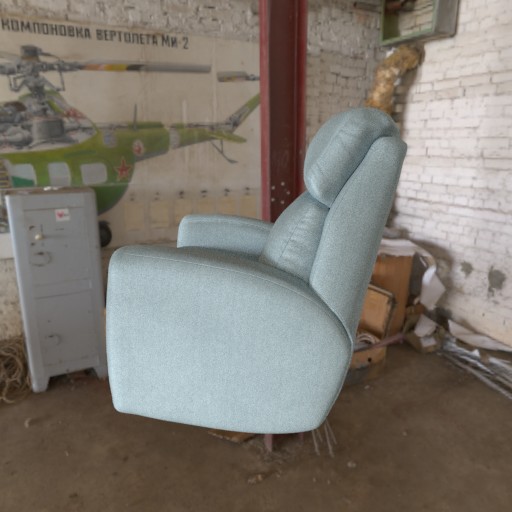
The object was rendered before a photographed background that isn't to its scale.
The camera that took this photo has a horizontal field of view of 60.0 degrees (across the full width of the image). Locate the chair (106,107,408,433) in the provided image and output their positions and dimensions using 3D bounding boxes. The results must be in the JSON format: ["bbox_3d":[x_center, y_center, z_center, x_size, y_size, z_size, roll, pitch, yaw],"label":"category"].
[{"bbox_3d":[0.000,0.000,1.637,0.940,1.016,0.794,2,15,9],"label":"chair"}]
